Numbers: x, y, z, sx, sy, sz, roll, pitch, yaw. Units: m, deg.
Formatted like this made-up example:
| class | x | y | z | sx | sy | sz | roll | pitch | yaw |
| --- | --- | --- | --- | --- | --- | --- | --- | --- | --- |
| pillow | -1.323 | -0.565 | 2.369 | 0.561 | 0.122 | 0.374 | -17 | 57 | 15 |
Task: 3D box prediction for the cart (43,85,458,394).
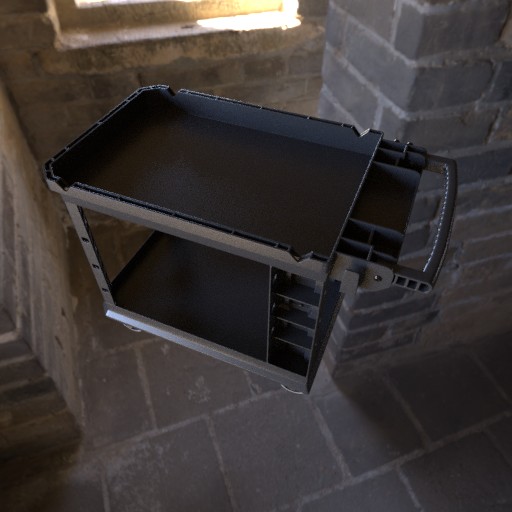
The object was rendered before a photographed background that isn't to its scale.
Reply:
| class | x | y | z | sx | sy | sz | roll | pitch | yaw |
| --- | --- | --- | --- | --- | --- | --- | --- | --- | --- |
| cart | 0.000 | 0.000 | 1.740 | 1.239 | 0.884 | 0.674 | 17 | 49 | 15 |
